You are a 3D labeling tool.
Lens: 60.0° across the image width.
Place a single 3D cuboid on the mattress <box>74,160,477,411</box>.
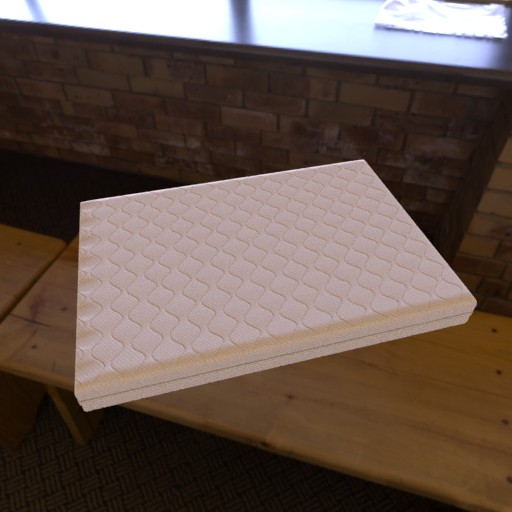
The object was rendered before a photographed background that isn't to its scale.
[{"bbox_3d":[0.000,0.000,2.624,2.000,0.200,1.400,-10,46,-10],"label":"mattress"}]
